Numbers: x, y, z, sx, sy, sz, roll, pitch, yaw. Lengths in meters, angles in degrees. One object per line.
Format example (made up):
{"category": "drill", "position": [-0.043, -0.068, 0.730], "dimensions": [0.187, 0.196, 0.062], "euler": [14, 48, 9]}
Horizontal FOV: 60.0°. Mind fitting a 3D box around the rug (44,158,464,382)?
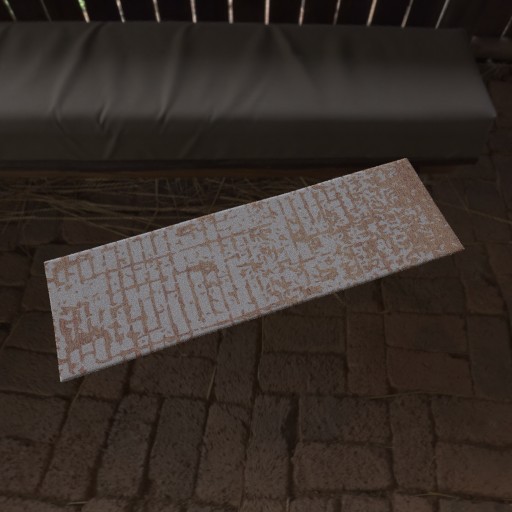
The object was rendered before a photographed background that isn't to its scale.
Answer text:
{"category": "rug", "position": [0.000, 0.000, 2.682], "dimensions": [2.435, 0.011, 0.750], "euler": [-17, 64, -9]}
